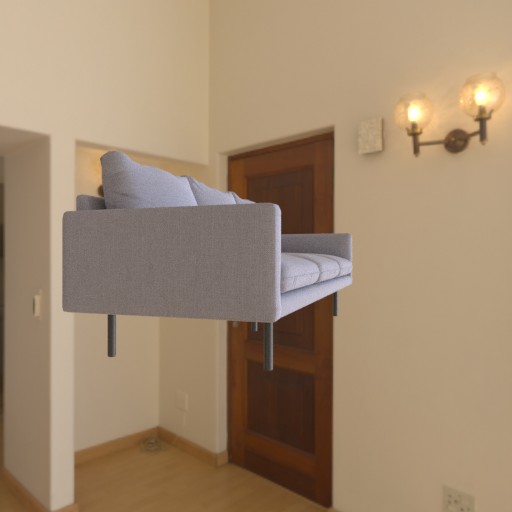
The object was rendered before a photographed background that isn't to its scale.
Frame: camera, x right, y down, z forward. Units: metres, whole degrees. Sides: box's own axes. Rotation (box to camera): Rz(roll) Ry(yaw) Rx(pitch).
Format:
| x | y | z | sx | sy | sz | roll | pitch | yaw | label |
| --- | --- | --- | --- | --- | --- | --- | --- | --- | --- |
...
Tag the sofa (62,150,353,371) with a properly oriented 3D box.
| x | y | z | sx | sy | sz | roll | pitch | yaw | label |
| --- | --- | --- | --- | --- | --- | --- | --- | --- | --- |
| 0.000 | 0.000 | 2.449 | 0.850 | 0.830 | 2.000 | 0 | 0 | 19 | sofa |
